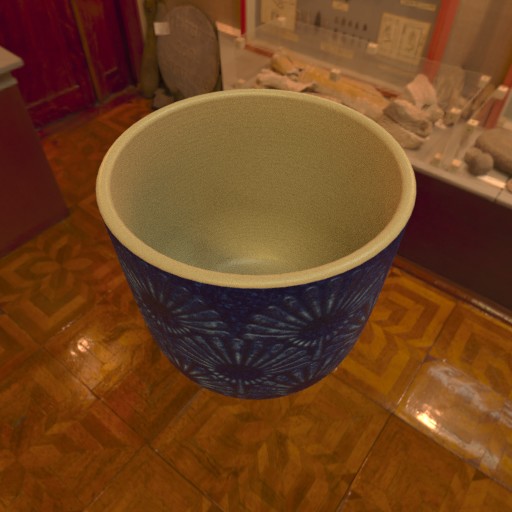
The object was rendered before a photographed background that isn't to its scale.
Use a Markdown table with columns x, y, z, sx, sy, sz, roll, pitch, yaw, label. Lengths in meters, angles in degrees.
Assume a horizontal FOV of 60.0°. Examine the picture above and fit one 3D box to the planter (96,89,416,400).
| x | y | z | sx | sy | sz | roll | pitch | yaw | label |
| --- | --- | --- | --- | --- | --- | --- | --- | --- | --- |
| 0.000 | 0.000 | 0.215 | 0.124 | 0.109 | 0.124 | 0 | 48 | 0 | planter |
